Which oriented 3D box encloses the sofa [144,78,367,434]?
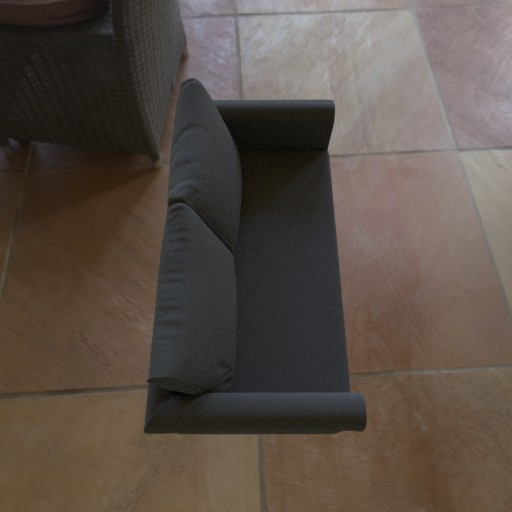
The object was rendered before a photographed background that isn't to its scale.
[{"bbox_3d":[0.000,0.000,1.931,0.741,0.872,1.460,0,64,0],"label":"sofa"}]
